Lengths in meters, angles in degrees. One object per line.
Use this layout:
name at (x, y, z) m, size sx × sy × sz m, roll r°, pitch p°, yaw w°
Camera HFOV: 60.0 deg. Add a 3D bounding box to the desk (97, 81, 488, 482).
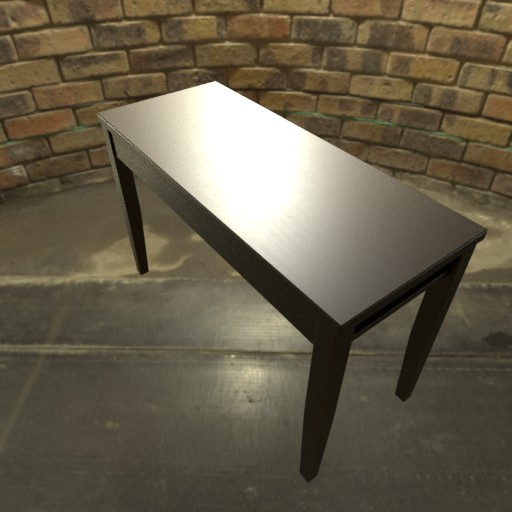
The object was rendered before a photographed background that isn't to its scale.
desk at (0.000, 0.000, 1.591) m, size 0.508 × 0.775 × 1.220 m, roll -27°, pitch 48°, yaw -27°
